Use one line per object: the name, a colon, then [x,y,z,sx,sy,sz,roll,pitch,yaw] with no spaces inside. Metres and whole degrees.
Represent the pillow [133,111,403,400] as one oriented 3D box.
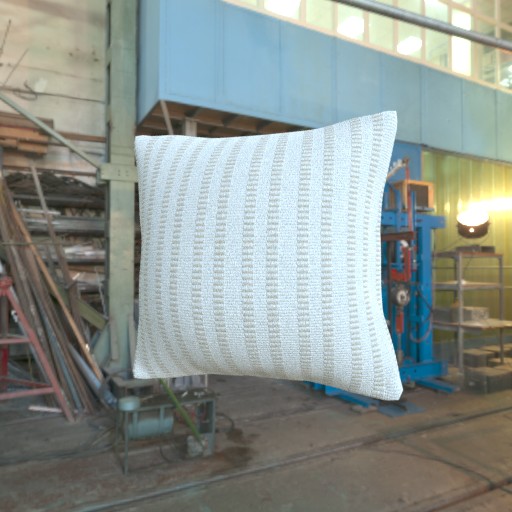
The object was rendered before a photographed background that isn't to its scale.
pillow: [0.000,0.000,0.700,0.438,0.419,0.247,0,-2,17]
